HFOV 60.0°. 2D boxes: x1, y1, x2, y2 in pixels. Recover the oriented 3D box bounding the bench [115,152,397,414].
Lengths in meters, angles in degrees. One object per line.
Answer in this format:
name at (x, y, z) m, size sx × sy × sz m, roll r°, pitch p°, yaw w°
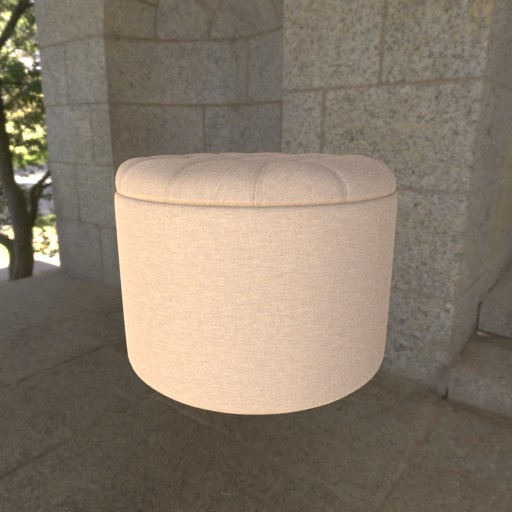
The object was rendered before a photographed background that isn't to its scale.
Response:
bench at (0.000, 0.000, 1.018) m, size 0.600 × 0.454 × 0.600 m, roll 0°, pitch 15°, yaw 0°
